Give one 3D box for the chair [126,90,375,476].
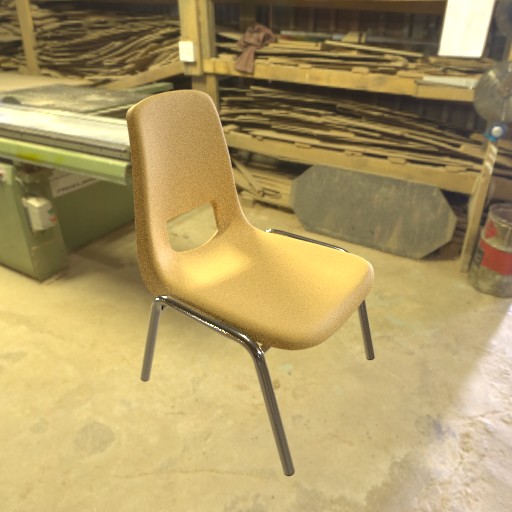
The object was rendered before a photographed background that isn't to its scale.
[{"bbox_3d":[0.000,0.000,0.804,0.385,0.536,0.354,18,33,31],"label":"chair"}]
